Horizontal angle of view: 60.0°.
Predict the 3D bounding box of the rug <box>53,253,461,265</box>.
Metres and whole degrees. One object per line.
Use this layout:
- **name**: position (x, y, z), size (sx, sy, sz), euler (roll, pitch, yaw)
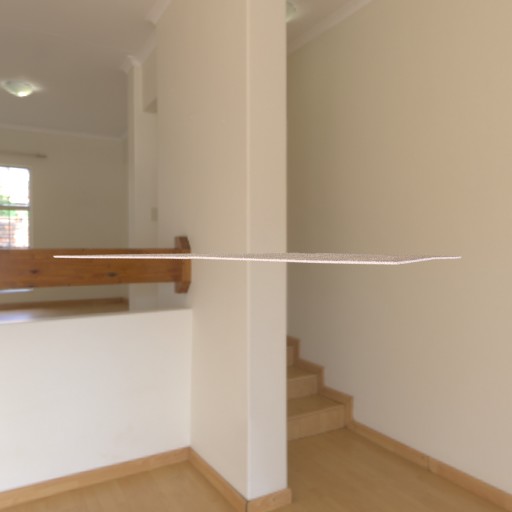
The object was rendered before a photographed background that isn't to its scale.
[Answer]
- **rug**: position (0.000, 0.000, 2.297), size (1.792, 0.021, 1.154), euler (1, 1, 34)
